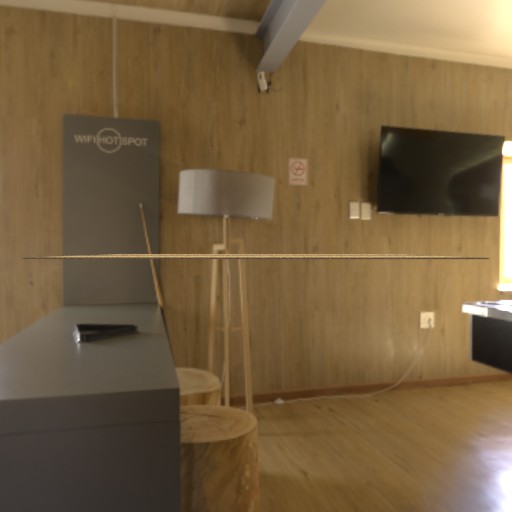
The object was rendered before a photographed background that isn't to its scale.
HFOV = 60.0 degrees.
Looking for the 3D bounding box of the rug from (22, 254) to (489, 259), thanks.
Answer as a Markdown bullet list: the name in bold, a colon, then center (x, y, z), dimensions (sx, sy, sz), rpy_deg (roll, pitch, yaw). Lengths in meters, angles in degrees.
- **rug**: center (0.000, 0.000, 2.356), dimensions (1.854, 0.006, 1.234), rpy_deg (0, 1, 1)
